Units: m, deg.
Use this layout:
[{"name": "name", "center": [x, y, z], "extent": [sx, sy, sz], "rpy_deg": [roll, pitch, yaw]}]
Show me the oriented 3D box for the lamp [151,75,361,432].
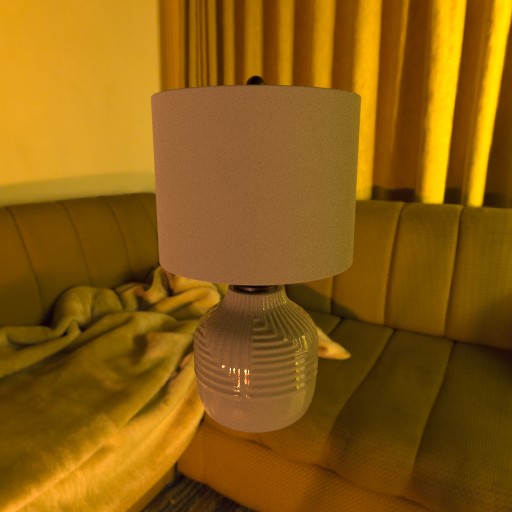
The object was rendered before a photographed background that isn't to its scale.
[{"name": "lamp", "center": [0.000, 0.000, 0.744], "extent": [0.318, 0.567, 0.318], "rpy_deg": [0, 14, 0]}]
